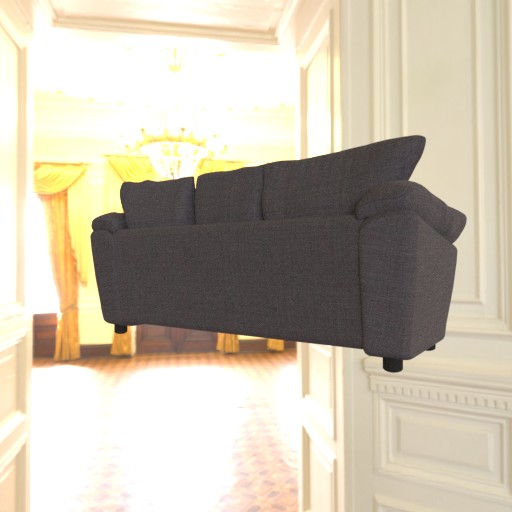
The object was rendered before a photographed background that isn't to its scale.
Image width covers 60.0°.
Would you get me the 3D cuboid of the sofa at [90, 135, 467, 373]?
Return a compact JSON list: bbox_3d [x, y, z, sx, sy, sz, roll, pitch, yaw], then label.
[{"bbox_3d":[0.000,0.000,2.816,2.336,1.080,0.883,-1,-1,35],"label":"sofa"}]
